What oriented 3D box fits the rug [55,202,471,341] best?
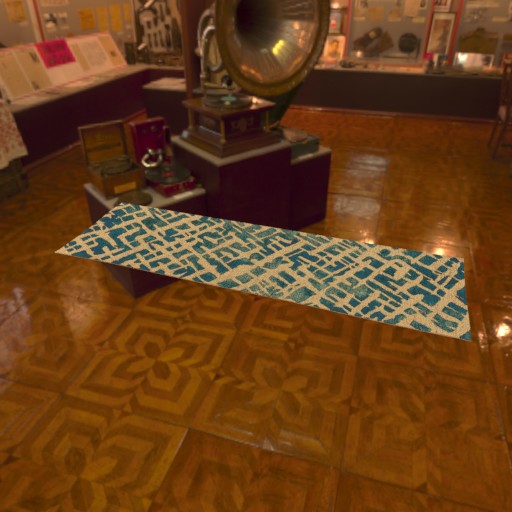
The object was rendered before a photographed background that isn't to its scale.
[{"bbox_3d":[0.000,0.000,2.765,2.446,0.011,0.768,11,34,16],"label":"rug"}]
